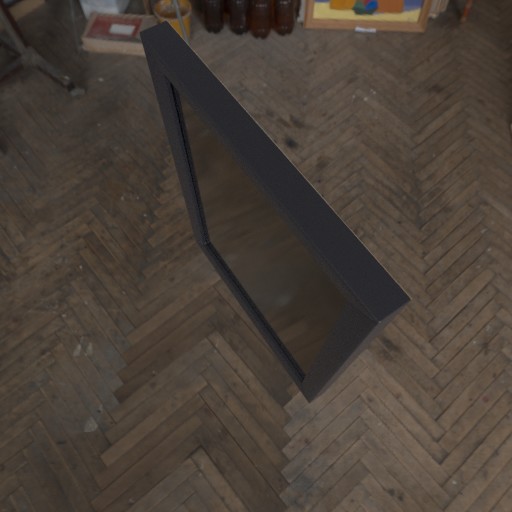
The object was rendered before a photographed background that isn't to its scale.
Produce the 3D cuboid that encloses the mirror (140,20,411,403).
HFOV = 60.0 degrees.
[{"bbox_3d":[0.000,0.000,0.657,0.041,0.508,0.405,-32,69,-14],"label":"mirror"}]
